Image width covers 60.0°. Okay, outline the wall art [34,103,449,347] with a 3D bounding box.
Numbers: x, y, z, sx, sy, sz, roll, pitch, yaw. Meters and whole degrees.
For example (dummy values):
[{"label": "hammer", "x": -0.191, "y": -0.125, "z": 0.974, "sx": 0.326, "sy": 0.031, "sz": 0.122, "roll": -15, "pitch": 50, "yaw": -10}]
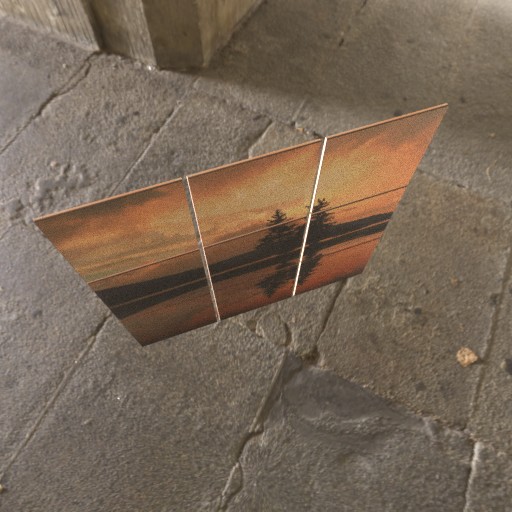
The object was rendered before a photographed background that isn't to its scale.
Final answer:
[{"label": "wall art", "x": 0.000, "y": 0.000, "z": 1.778, "sx": 1.216, "sy": 1.218, "sz": 0.013, "roll": -18, "pitch": 65, "yaw": -9}]
